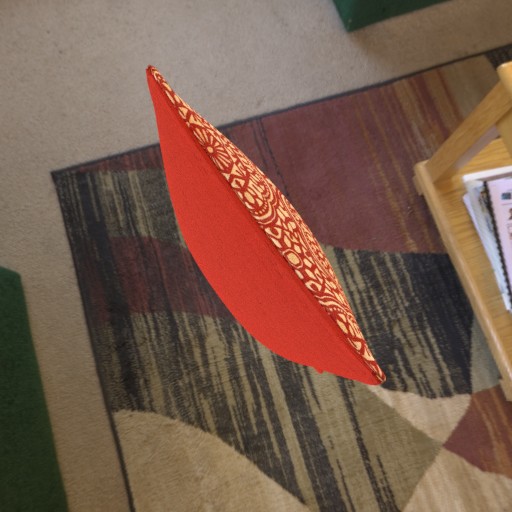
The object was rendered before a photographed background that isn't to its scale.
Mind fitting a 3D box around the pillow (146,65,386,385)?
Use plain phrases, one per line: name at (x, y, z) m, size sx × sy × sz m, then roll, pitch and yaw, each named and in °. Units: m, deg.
pillow at (0.000, 0.000, 0.676) m, size 0.162 × 0.419 × 0.438 m, roll -35°, pitch 79°, yaw -7°
